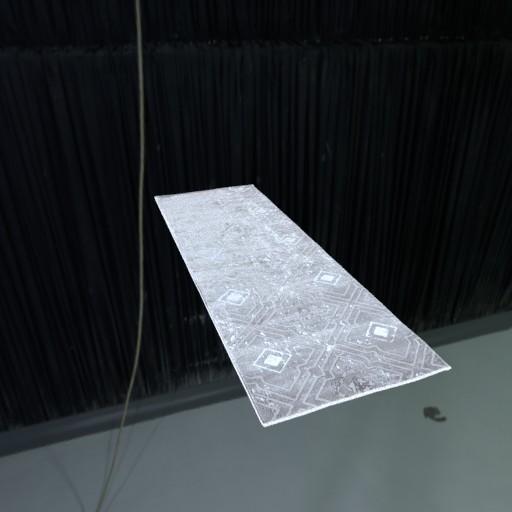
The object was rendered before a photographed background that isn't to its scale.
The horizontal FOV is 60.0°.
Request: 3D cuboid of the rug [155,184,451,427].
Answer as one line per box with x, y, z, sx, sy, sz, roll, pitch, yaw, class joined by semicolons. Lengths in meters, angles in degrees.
0.000;0.000;2.669;0.832;0.035;2.381;-10;30;-18;rug
